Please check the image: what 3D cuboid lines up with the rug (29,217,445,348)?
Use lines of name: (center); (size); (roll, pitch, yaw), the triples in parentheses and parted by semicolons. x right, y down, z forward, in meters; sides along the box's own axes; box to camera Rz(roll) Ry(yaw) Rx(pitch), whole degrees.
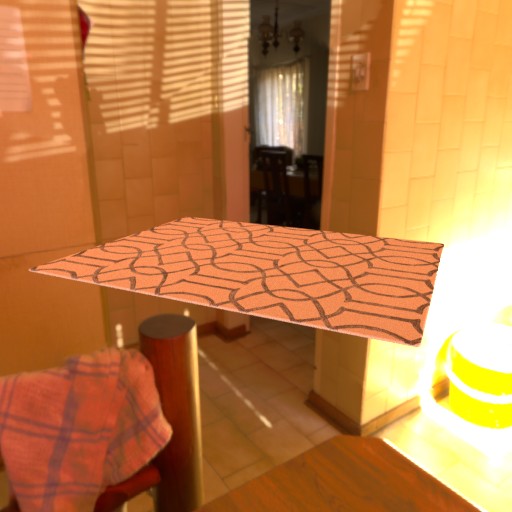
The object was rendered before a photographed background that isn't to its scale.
rug: (0.000, 0.000, 3.831); (2.910, 0.021, 2.211); (8, 19, 24)
